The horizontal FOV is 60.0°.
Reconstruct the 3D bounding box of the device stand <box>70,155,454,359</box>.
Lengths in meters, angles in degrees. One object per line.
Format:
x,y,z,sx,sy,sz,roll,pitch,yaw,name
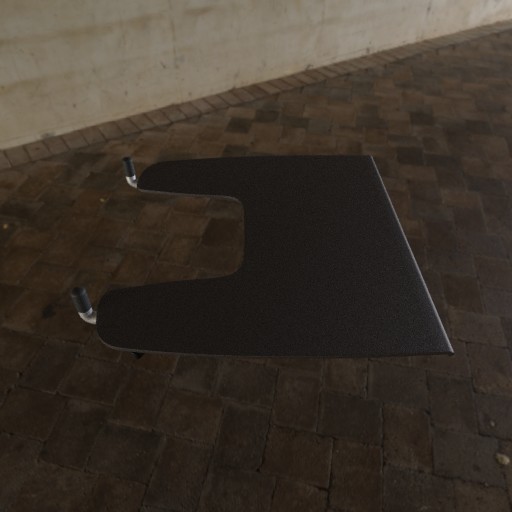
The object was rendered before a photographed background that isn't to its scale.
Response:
0.000,0.000,0.360,0.230,0.092,0.230,-1,43,-1,device stand
